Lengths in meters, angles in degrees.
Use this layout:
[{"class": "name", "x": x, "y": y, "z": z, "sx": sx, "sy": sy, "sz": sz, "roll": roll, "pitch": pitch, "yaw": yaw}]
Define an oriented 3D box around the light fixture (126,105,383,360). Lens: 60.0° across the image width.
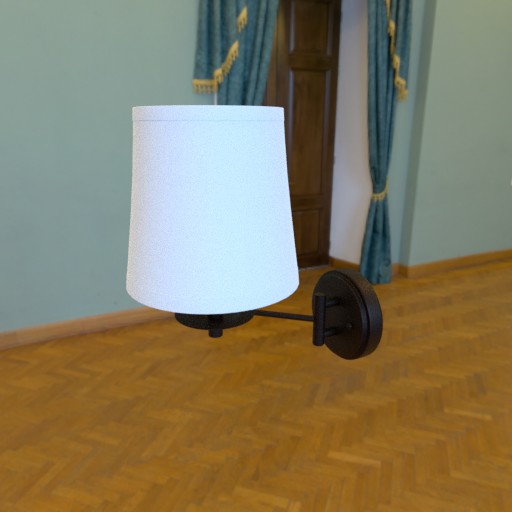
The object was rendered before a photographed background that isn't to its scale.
[{"class": "light fixture", "x": 0.000, "y": 0.000, "z": 0.273, "sx": 0.157, "sy": 0.172, "sz": 0.100, "roll": -8, "pitch": 19, "yaw": -26}]
